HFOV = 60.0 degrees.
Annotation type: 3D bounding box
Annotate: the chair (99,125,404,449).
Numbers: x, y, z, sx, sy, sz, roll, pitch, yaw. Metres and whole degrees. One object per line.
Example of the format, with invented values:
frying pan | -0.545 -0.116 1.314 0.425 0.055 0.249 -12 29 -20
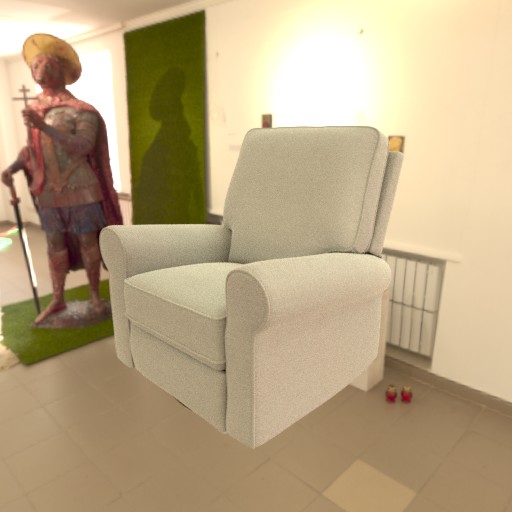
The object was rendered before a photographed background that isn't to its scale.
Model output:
chair | 0.000 0.000 1.700 0.890 0.960 0.878 15 22 42
